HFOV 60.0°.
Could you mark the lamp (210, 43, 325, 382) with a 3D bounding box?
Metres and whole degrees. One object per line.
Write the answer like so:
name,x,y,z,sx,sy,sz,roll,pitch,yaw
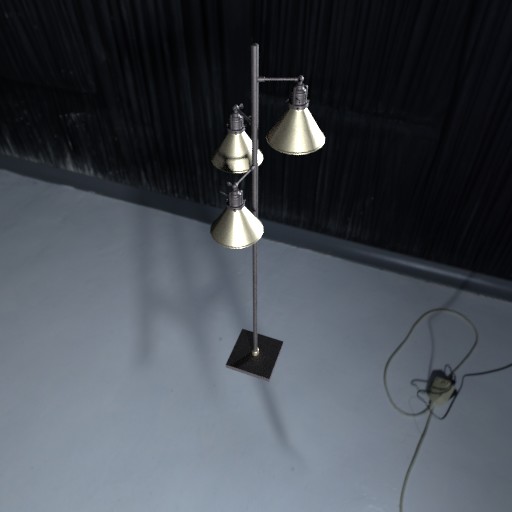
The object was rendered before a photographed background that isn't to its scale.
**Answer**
lamp,0.000,0.000,1.874,0.428,1.716,0.415,15,49,13
